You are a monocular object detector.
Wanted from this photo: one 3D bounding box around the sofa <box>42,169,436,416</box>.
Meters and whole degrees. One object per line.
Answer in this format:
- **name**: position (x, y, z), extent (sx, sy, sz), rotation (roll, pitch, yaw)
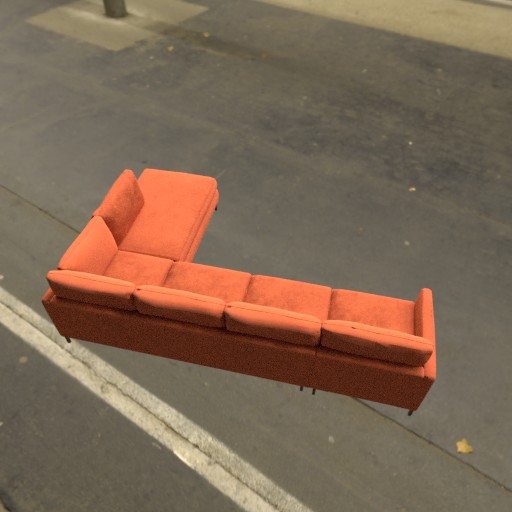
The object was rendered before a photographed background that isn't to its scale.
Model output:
- **sofa**: position (0.000, 0.000, 3.654), extent (2.736, 0.757, 1.879), rotation (9, 47, 9)
